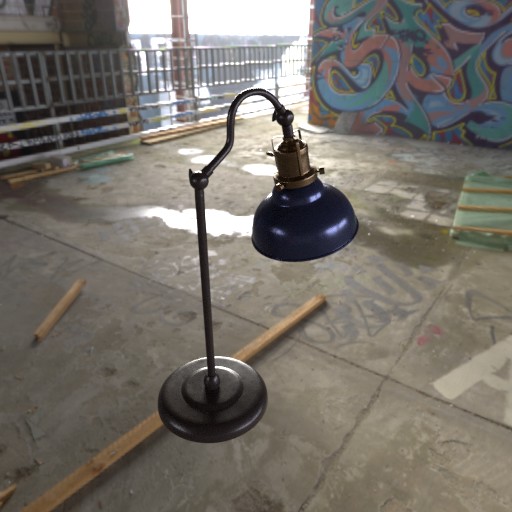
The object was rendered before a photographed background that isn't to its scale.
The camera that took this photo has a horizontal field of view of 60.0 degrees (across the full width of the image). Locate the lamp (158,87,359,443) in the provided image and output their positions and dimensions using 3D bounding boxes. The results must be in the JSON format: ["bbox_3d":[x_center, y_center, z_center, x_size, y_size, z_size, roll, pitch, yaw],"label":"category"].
[{"bbox_3d":[0.000,0.000,0.712,0.374,0.508,0.192,-17,31,-30],"label":"lamp"}]
